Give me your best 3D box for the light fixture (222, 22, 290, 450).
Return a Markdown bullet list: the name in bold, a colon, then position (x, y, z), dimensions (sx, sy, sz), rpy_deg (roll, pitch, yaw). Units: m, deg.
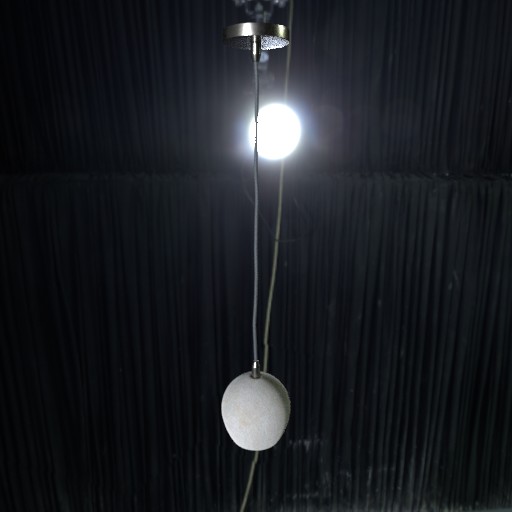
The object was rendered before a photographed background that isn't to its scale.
- **light fixture**: position (0.000, 0.000, 0.823), dimensions (0.139, 0.764, 0.139), rpy_deg (-2, 15, -10)
